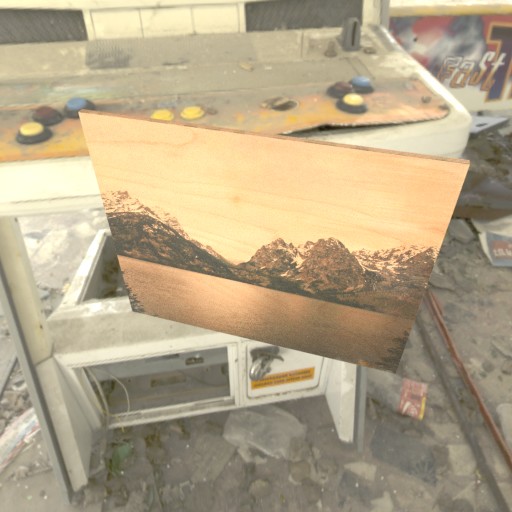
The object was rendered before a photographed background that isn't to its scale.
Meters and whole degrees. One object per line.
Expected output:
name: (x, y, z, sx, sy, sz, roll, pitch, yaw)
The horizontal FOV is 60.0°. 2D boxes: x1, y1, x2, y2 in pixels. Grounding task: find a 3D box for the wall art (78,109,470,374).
wall art: (0.000, 0.000, 0.693, 0.508, 0.408, 0.010, 11, 42, 12)
